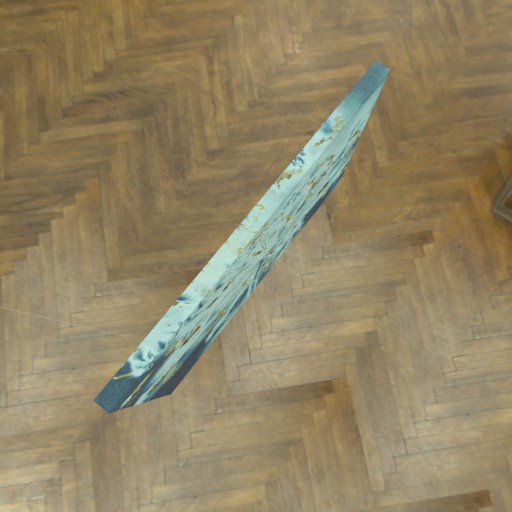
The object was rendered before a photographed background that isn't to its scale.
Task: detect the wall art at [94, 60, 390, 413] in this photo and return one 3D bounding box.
[{"bbox_3d":[0.000,0.000,1.186,0.038,0.608,0.912,37,79,9],"label":"wall art"}]
